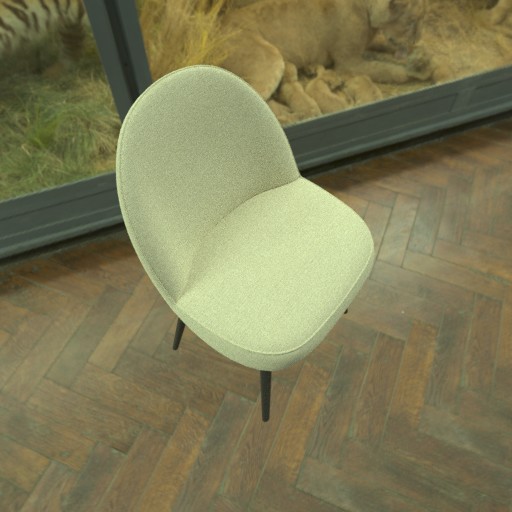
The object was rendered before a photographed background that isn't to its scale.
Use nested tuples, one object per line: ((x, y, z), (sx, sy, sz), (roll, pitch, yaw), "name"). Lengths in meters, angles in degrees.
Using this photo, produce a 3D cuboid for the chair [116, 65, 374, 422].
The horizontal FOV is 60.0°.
((0.000, 0.000, 1.167), (0.540, 0.838, 0.532), (33, 62, 20), "chair")
